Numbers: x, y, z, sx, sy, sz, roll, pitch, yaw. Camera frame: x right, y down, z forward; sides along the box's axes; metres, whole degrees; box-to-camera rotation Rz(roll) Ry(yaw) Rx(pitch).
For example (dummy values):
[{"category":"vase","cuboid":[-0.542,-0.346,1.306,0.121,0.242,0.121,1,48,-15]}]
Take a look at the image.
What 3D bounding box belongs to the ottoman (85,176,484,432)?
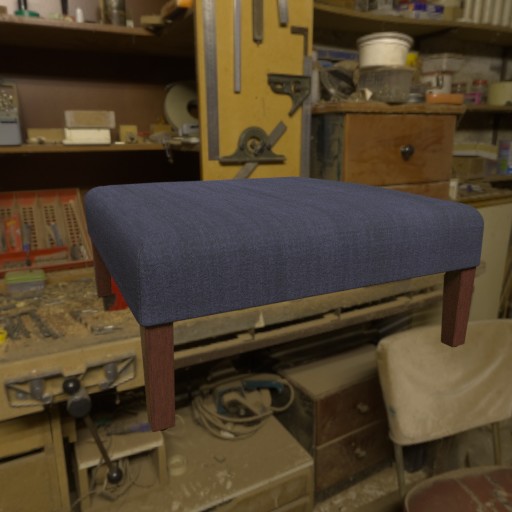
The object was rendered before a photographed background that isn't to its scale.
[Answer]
[{"category":"ottoman","cuboid":[0.000,0.000,1.367,0.889,0.411,0.890,-7,17,-25]}]
